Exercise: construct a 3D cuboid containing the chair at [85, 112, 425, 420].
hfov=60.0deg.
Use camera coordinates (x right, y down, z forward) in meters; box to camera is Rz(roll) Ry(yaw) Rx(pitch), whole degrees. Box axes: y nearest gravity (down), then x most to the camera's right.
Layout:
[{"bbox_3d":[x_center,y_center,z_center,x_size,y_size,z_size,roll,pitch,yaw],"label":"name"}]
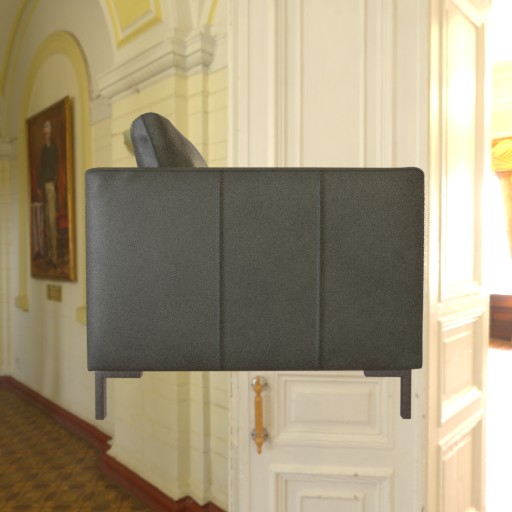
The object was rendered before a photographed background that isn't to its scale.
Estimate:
[{"bbox_3d":[0.000,0.000,1.480,0.861,0.824,0.967,0,2,0],"label":"chair"}]
